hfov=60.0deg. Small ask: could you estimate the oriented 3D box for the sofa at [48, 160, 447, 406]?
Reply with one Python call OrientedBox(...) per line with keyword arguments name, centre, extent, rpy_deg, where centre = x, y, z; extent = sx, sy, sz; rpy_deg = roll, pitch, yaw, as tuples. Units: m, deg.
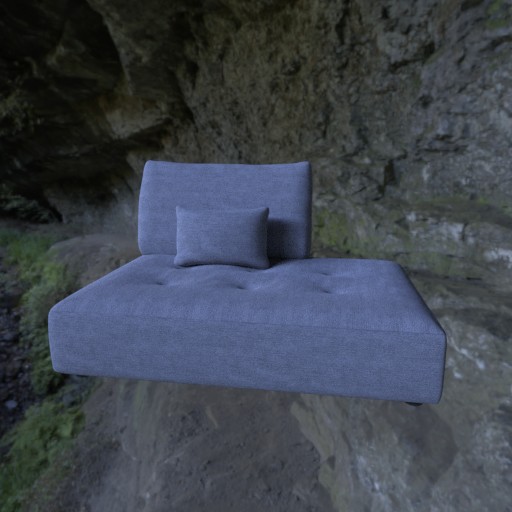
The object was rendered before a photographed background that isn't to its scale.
OrientedBox(name="sofa", centre=(0.000, 0.000, 1.983), extent=(1.450, 0.820, 1.002), rpy_deg=(2, 13, 9))
